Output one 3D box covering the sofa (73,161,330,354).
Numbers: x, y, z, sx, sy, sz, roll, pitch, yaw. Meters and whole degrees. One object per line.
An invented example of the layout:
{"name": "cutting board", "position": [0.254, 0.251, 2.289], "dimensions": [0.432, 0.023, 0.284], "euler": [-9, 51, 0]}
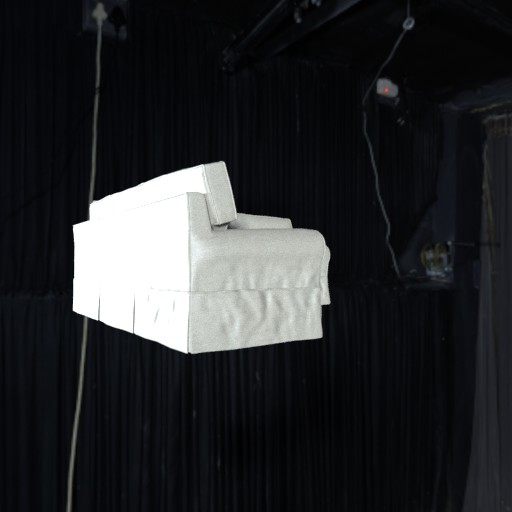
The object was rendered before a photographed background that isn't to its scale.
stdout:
{"name": "sofa", "position": [0.000, 0.000, 4.062], "dimensions": [2.623, 1.081, 2.618], "euler": [1, -1, -35]}
